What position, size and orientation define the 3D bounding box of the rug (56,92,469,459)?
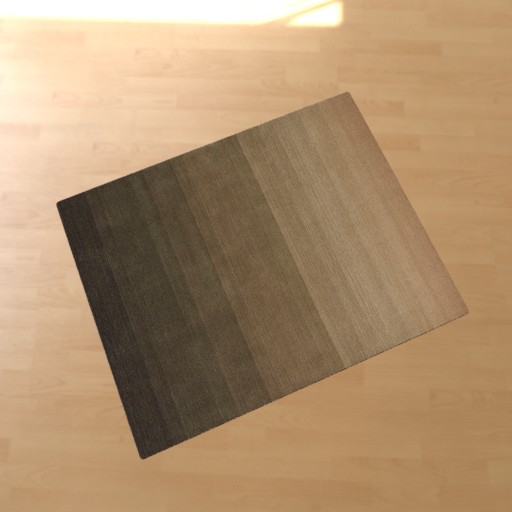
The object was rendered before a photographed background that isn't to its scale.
[{"bbox_3d":[0.000,0.000,3.816,2.902,0.017,2.306,-22,76,-6],"label":"rug"}]
